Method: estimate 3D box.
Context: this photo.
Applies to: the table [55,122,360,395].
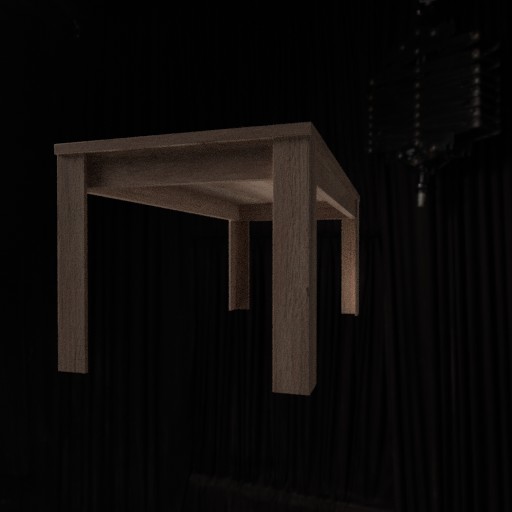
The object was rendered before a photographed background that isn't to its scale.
[{"bbox_3d":[0.000,0.000,2.266,0.900,0.790,1.800,0,1,17],"label":"table"}]
